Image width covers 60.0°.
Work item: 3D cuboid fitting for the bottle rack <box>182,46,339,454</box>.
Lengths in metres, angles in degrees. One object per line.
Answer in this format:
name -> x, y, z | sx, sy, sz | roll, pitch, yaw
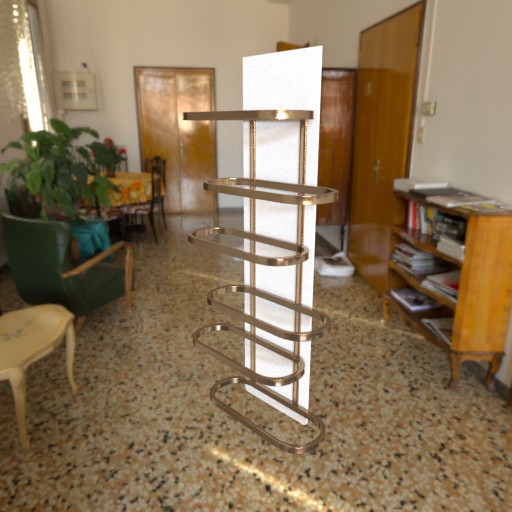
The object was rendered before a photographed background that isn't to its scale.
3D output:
bottle rack -> 0.000, 0.000, 0.827 | 0.118, 0.709, 0.332 | -16, 23, -42
